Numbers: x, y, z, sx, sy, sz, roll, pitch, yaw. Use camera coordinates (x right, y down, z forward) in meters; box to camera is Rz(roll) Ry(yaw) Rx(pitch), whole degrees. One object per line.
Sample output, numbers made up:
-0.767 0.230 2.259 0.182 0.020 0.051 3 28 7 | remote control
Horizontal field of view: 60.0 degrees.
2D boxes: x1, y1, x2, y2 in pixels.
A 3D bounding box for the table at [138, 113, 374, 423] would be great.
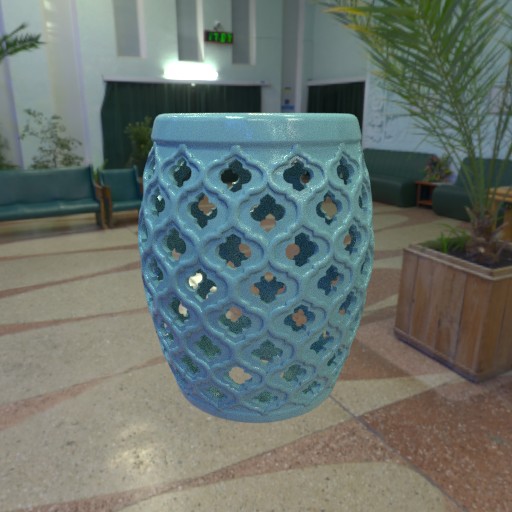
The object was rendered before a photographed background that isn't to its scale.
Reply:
0.000 0.000 0.637 0.325 0.388 0.325 0 17 0 | table
